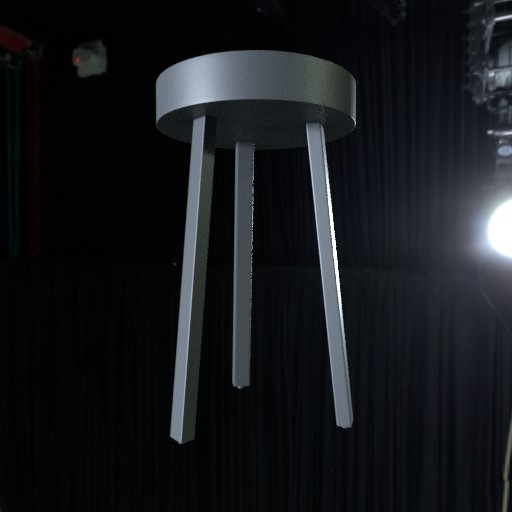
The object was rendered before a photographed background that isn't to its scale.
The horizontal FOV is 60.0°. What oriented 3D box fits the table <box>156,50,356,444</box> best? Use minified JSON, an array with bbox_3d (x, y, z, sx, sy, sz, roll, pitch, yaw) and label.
[{"bbox_3d":[0.000,0.000,0.937,0.406,0.686,0.406,1,2,19],"label":"table"}]
